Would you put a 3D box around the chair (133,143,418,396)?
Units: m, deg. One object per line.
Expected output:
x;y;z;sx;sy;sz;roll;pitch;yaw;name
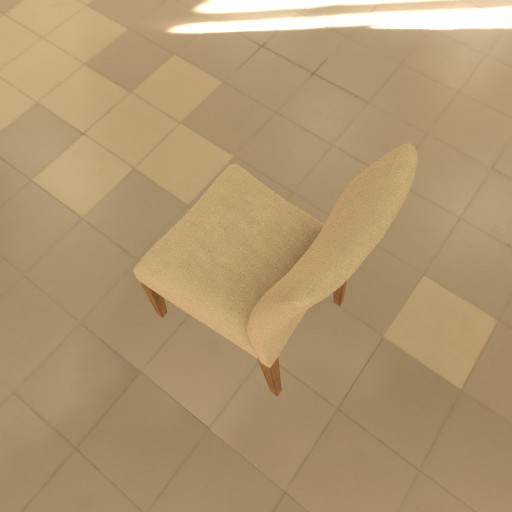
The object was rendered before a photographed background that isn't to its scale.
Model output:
0.000;0.000;1.303;0.585;0.940;0.496;34;69;15;chair
